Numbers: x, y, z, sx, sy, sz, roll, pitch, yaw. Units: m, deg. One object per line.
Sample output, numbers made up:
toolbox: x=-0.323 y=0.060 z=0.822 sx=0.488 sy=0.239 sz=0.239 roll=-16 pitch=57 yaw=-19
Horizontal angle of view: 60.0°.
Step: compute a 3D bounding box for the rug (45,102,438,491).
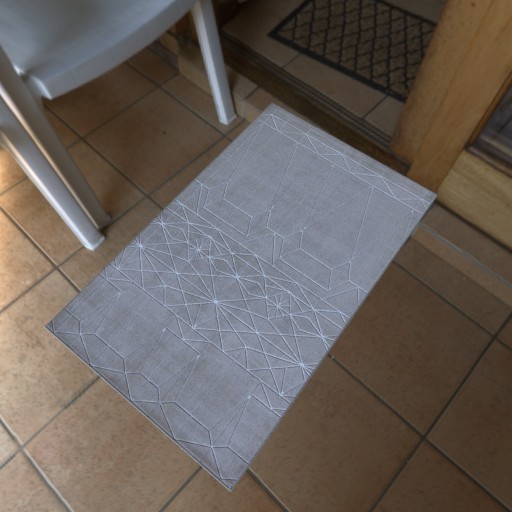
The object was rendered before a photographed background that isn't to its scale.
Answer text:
rug: x=0.000 y=0.000 z=3.045 sx=1.524 sy=0.012 sz=2.438 roll=34 pitch=68 yaw=16
